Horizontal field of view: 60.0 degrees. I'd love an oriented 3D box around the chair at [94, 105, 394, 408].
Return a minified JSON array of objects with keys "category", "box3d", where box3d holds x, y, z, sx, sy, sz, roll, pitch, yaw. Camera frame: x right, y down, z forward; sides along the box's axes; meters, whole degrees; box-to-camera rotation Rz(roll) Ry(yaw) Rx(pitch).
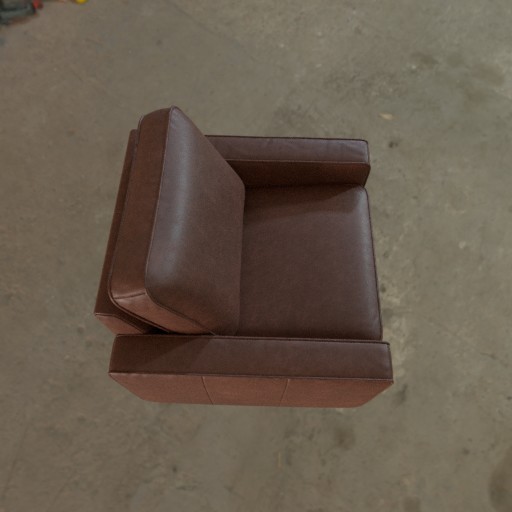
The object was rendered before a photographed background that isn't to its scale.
[{"category":"chair","box3d":[0.000,0.000,1.718,0.940,0.919,1.017,1,64,1]}]
